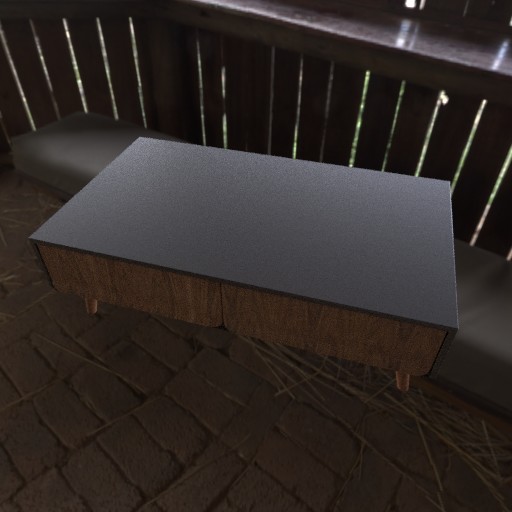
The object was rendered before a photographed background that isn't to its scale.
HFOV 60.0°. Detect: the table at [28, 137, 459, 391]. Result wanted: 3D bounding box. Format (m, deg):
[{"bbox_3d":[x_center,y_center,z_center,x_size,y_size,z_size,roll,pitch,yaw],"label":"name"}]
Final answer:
[{"bbox_3d":[0.000,0.000,1.553,1.201,0.404,0.703,11,42,13],"label":"table"}]
